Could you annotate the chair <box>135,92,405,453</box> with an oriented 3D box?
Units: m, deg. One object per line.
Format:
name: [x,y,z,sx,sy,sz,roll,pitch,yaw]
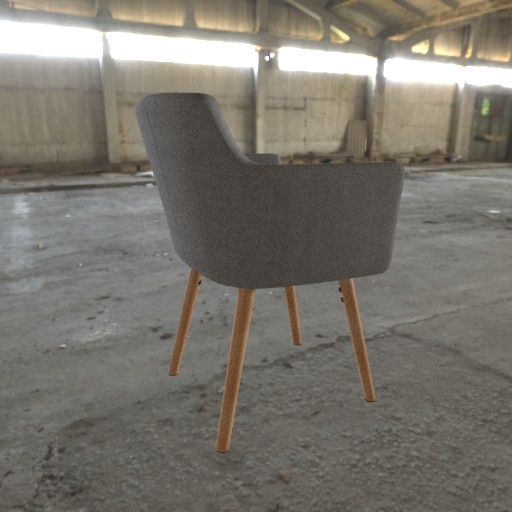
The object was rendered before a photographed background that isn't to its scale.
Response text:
chair: [0.000,0.000,1.160,0.540,0.780,0.570,-8,17,-26]
